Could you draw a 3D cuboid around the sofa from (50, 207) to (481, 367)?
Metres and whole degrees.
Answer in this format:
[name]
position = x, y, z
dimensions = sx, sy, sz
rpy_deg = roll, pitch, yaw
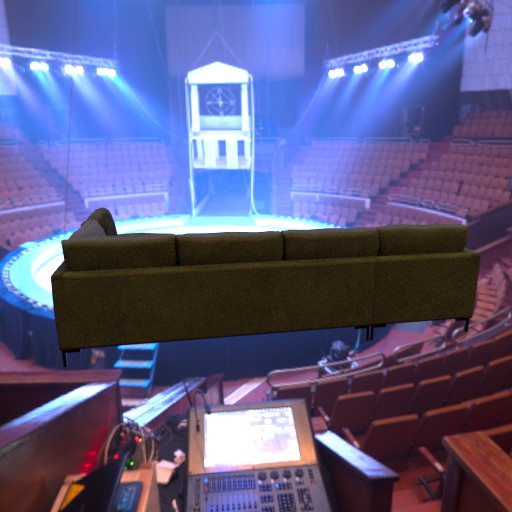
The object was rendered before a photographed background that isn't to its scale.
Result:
[sofa]
position = 0.000, 0.000, 3.282
dimensions = 2.486, 0.687, 1.707
rpy_deg = -3, 15, -10
